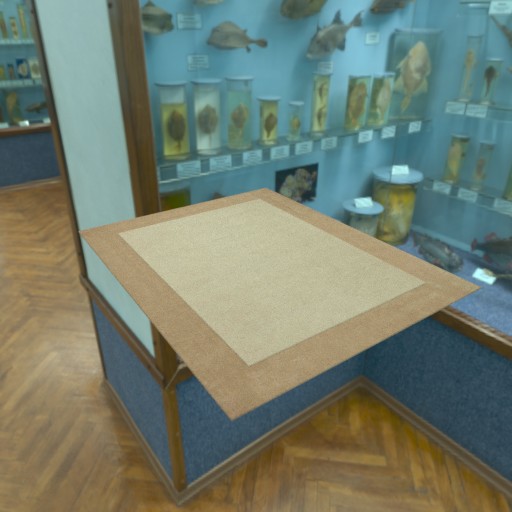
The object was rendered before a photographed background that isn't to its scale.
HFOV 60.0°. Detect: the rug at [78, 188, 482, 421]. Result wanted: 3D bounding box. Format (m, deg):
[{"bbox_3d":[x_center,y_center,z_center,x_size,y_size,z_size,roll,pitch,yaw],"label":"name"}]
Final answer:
[{"bbox_3d":[0.000,0.000,4.165,2.438,0.014,3.048,-18,33,-30],"label":"rug"}]
